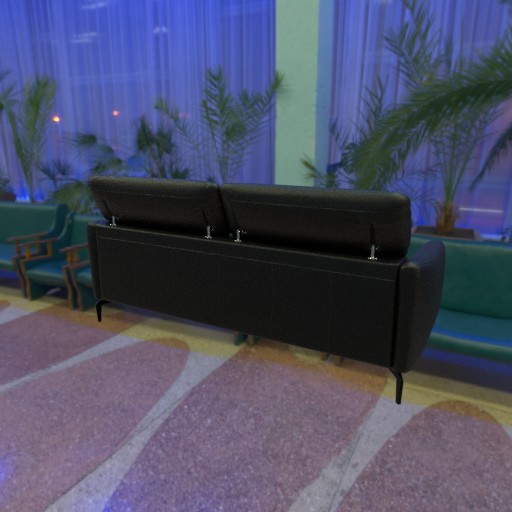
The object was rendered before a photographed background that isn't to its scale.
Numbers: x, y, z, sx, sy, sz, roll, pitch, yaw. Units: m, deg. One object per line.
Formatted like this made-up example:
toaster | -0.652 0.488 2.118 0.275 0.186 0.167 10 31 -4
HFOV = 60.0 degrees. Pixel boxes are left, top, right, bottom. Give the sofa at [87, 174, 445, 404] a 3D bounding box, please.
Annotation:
sofa | 0.000 0.000 2.668 2.069 0.957 0.856 8 17 28
